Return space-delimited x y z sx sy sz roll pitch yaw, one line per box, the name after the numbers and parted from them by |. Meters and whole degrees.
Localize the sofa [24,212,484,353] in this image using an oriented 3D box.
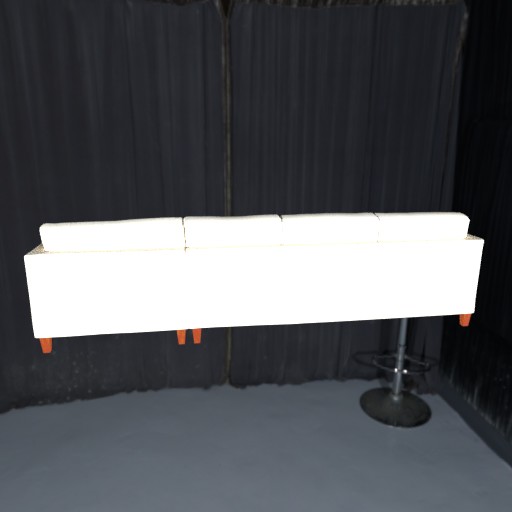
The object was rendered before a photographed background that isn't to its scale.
0.000 0.000 4.086 3.471 0.954 1.603 -2 15 -8 | sofa
